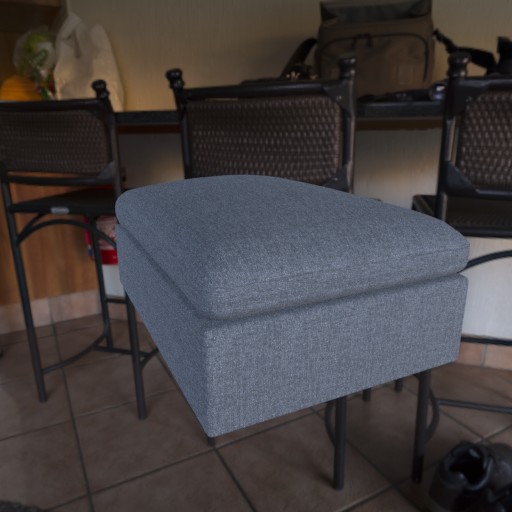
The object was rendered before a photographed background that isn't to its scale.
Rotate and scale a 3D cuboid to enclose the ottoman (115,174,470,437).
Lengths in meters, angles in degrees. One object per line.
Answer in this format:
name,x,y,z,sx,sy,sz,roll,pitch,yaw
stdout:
ottoman,0.000,0.000,1.420,0.711,0.483,1.041,-8,18,-25
